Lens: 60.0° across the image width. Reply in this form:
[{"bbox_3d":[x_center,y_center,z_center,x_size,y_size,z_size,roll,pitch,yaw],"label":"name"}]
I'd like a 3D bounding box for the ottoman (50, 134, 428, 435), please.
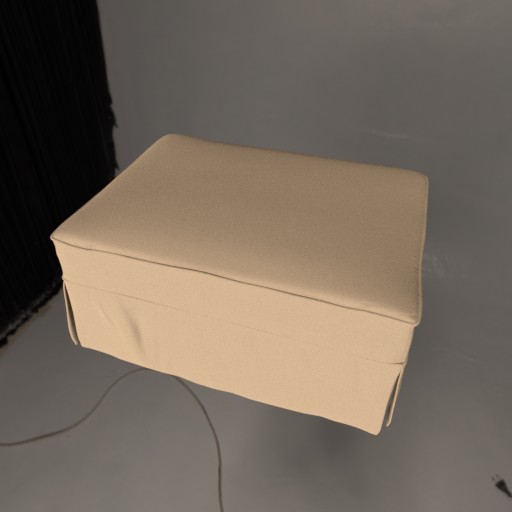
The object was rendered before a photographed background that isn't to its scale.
[{"bbox_3d":[0.000,0.000,1.348,0.959,0.482,0.721,12,41,14],"label":"ottoman"}]
